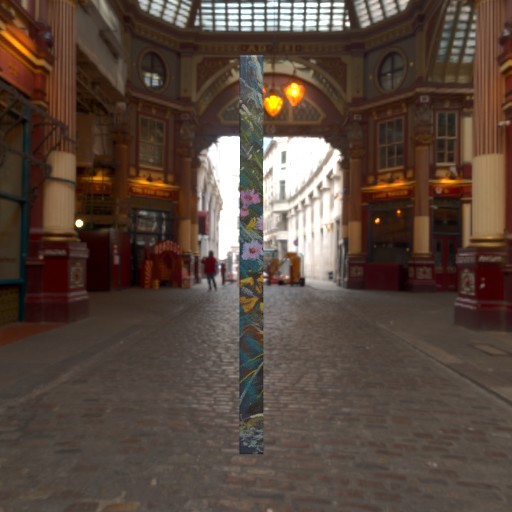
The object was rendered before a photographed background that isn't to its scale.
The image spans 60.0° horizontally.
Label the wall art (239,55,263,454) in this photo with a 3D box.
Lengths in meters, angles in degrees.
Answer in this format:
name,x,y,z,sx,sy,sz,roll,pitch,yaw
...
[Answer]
name,x,y,z,sx,sy,sz,roll,pitch,yaw
wall art,0.000,0.000,1.125,0.037,0.604,0.908,0,0,1
